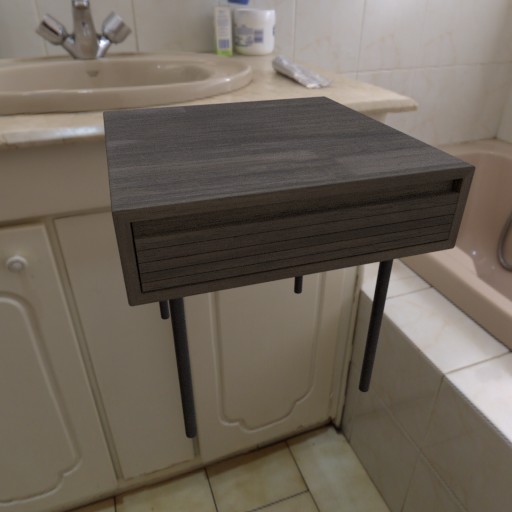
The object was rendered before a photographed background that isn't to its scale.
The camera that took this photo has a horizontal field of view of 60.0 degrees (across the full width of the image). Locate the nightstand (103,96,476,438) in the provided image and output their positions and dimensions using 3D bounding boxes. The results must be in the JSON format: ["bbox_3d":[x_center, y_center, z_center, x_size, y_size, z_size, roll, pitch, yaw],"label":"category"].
[{"bbox_3d":[0.000,0.000,0.898,0.502,0.497,0.503,-9,32,-15],"label":"nightstand"}]
